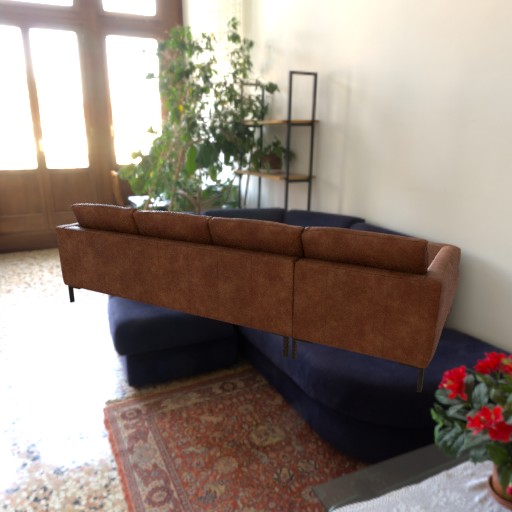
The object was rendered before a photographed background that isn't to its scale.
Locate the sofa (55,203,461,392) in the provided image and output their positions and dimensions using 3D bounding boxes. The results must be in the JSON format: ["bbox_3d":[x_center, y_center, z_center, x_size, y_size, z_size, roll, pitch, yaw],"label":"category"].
[{"bbox_3d":[0.000,0.000,3.628,2.993,0.859,1.471,8,17,28],"label":"sofa"}]
